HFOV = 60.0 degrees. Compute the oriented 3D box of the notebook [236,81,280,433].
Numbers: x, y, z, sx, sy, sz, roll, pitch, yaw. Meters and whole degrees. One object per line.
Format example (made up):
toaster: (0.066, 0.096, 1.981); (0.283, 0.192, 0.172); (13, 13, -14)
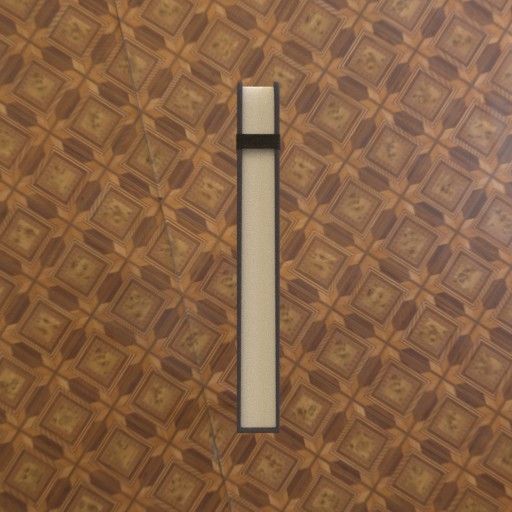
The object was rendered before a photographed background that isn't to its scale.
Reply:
notebook: (0.000, 0.000, 0.262); (0.016, 0.213, 0.127); (0, 89, 0)
